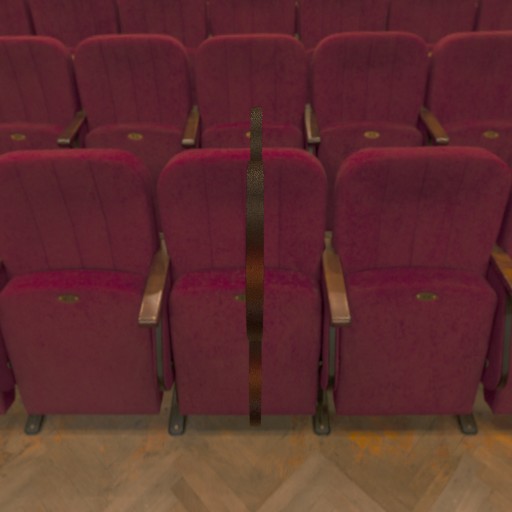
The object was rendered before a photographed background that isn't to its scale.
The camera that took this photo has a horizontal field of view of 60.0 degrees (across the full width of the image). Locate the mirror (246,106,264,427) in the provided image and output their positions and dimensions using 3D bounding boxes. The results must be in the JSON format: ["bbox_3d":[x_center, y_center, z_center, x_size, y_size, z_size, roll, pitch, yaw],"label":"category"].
[{"bbox_3d":[0.000,0.000,3.155,0.076,2.096,2.160,0,42,0],"label":"mirror"}]
